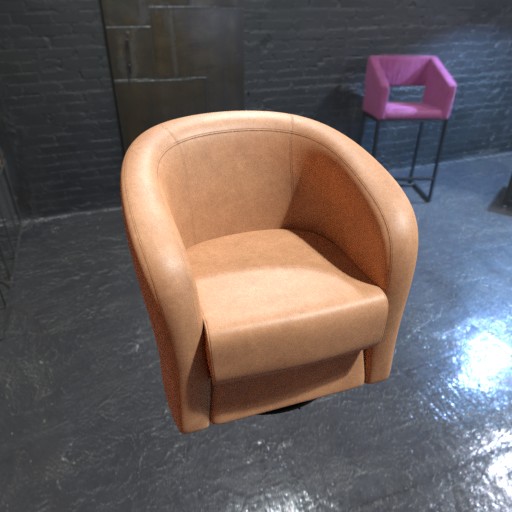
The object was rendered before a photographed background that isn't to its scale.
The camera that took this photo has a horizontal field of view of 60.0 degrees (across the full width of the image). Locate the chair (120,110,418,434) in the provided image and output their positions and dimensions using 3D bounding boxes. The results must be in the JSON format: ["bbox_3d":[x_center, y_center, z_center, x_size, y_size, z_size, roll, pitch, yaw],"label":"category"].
[{"bbox_3d":[0.000,0.000,1.464,0.791,0.771,0.815,-10,32,-16],"label":"chair"}]
